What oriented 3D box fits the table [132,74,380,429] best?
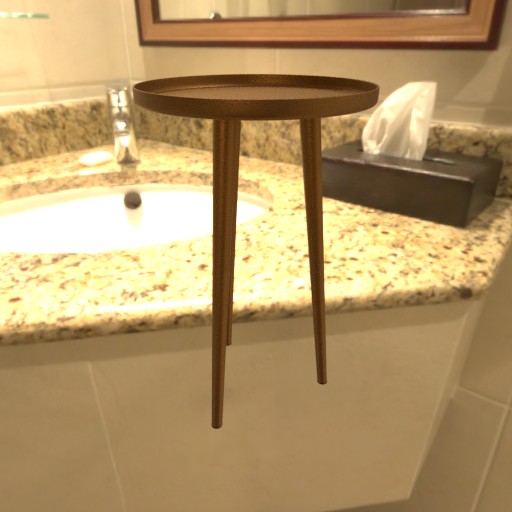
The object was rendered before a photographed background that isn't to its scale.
[{"bbox_3d":[0.000,0.000,0.659,0.299,0.480,0.299,-1,27,-1],"label":"table"}]
